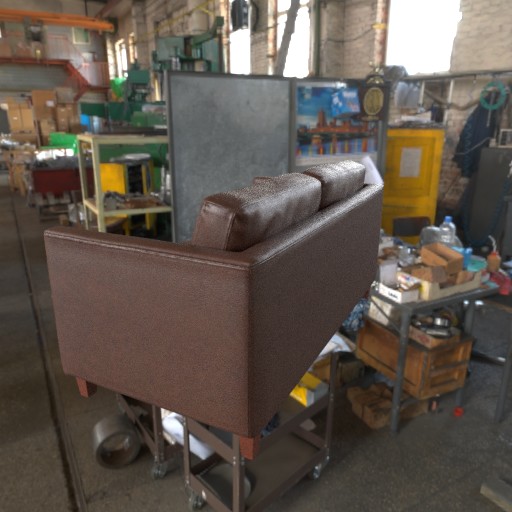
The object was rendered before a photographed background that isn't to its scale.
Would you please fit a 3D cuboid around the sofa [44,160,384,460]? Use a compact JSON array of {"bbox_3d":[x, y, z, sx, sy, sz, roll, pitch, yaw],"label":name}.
[{"bbox_3d":[0.000,0.000,2.375,0.951,0.933,1.883,9,19,26],"label":"sofa"}]
